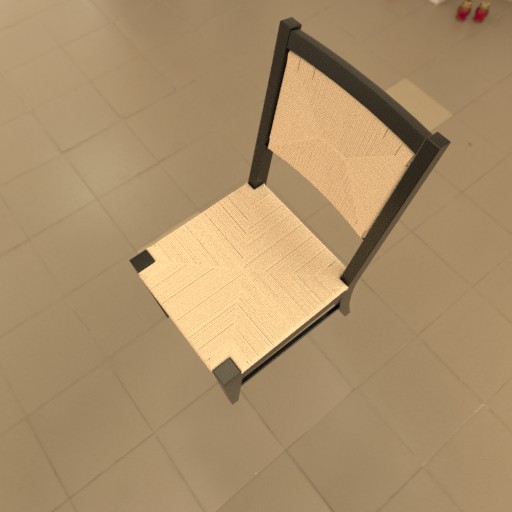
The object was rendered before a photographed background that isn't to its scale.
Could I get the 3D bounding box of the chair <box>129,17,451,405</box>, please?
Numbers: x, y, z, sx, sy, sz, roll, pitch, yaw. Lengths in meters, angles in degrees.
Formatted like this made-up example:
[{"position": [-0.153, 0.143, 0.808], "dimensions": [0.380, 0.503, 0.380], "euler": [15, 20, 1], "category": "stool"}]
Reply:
[{"position": [0.000, 0.000, 1.196], "dimensions": [0.552, 0.927, 0.437], "euler": [-36, 69, -16], "category": "chair"}]
